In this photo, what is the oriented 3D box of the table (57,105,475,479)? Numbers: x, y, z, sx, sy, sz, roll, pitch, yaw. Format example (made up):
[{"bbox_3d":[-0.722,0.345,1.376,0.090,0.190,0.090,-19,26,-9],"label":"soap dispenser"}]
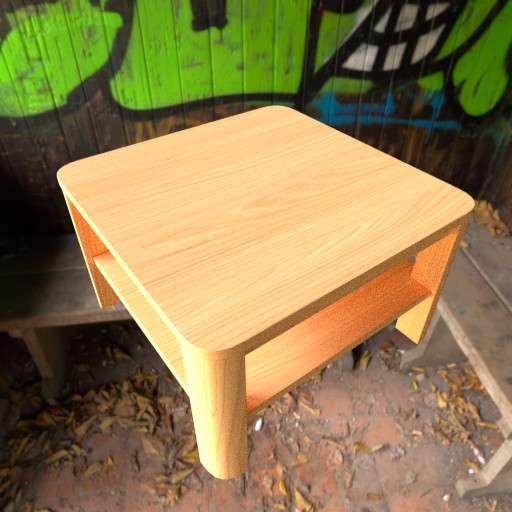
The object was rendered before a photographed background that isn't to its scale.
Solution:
[{"bbox_3d":[0.000,0.000,1.211,0.750,0.450,0.750,-25,46,-27],"label":"table"}]
